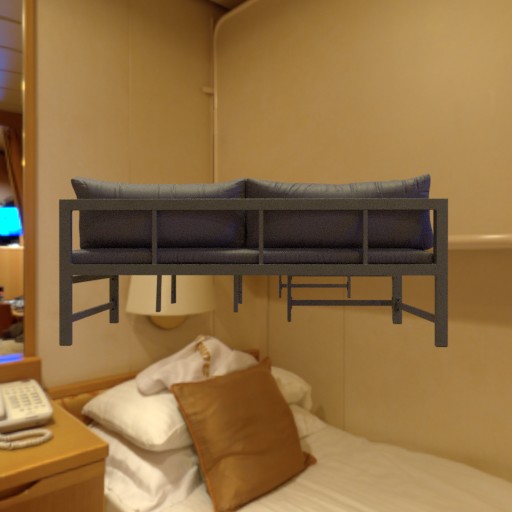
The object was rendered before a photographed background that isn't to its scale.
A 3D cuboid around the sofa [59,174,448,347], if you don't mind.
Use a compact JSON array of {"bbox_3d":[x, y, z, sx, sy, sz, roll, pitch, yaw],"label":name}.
[{"bbox_3d":[0.000,0.000,2.958,1.658,0.762,2.149,0,0,1],"label":"sofa"}]
